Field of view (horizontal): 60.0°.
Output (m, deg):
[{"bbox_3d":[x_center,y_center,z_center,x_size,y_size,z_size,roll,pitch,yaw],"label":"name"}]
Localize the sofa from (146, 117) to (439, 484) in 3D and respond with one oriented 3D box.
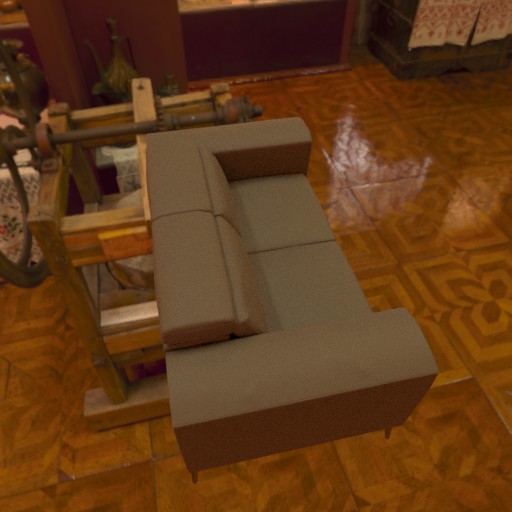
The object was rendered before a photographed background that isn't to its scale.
[{"bbox_3d":[0.000,0.000,2.341,1.003,0.779,1.895,-9,47,-8],"label":"sofa"}]
